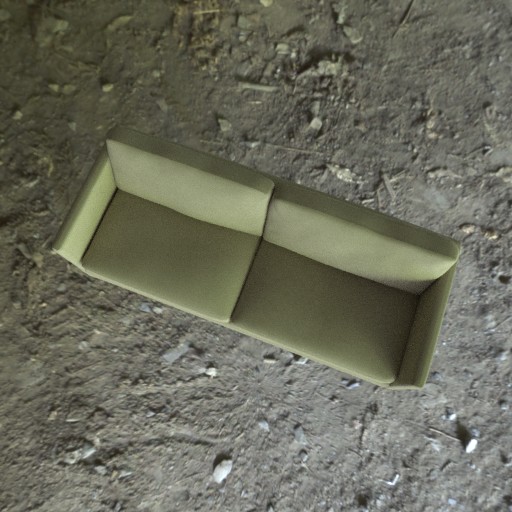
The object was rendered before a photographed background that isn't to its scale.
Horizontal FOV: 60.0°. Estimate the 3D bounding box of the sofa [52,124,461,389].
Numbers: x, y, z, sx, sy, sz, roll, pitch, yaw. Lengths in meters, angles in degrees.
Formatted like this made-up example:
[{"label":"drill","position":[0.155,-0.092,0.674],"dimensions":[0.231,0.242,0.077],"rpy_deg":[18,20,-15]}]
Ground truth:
[{"label":"sofa","position":[0.000,0.000,2.973],"dimensions":[2.404,0.912,0.988],"rpy_deg":[20,75,6]}]
